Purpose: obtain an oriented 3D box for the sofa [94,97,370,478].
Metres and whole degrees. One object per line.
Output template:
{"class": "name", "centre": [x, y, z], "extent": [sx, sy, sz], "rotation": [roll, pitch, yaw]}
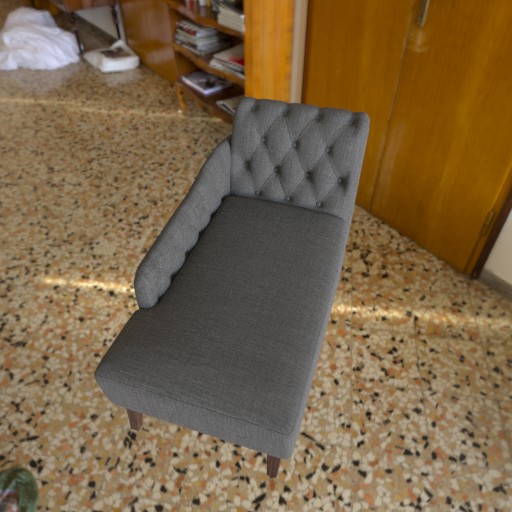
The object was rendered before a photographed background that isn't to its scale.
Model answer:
{"class": "sofa", "centre": [0.000, 0.000, 1.814], "extent": [0.675, 0.787, 1.379], "rotation": [13, 44, 13]}
